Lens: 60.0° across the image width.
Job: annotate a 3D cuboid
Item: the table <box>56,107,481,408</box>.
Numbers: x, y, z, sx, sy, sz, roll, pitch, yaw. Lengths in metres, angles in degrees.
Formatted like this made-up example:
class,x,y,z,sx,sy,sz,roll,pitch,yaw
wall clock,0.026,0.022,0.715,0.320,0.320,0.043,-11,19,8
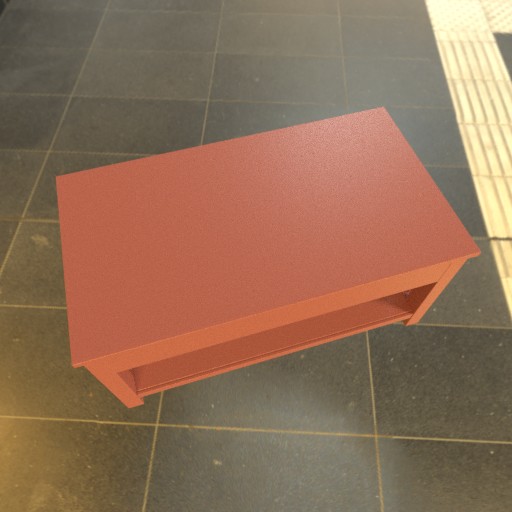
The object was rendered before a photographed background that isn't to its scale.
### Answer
class,x,y,z,sx,sy,sz,roll,pitch,yaw
table,0.000,0.000,1.461,1.068,0.493,0.612,-14,60,-9
